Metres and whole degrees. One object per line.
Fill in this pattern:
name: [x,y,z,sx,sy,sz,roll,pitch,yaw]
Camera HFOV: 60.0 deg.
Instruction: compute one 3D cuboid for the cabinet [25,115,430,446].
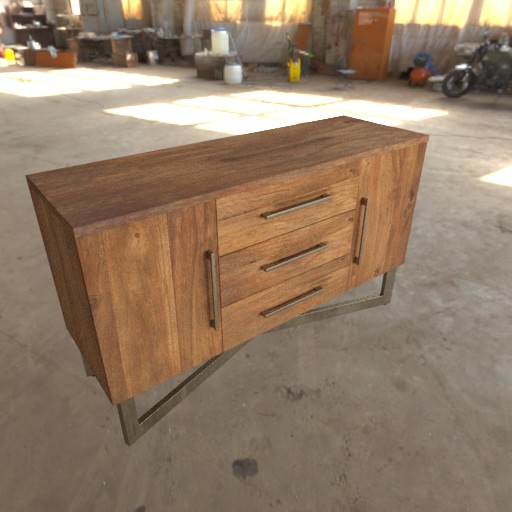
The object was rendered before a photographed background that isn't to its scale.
cabinet: [0.000,0.000,1.723,1.373,0.812,0.480,-20,36,-31]
